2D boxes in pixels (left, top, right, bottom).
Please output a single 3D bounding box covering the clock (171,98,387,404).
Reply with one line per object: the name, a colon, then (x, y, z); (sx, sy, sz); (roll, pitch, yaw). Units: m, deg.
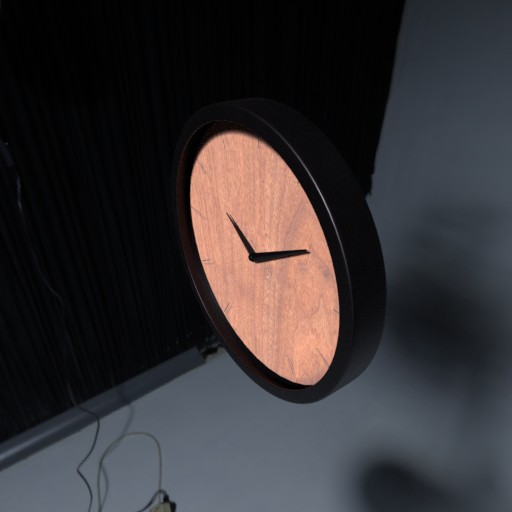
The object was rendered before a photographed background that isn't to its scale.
clock: (0.000, 0.000, 0.469); (0.040, 0.314, 0.314); (-20, 36, -30)
